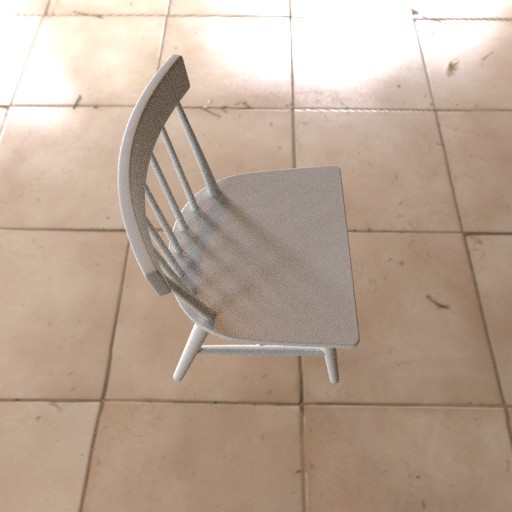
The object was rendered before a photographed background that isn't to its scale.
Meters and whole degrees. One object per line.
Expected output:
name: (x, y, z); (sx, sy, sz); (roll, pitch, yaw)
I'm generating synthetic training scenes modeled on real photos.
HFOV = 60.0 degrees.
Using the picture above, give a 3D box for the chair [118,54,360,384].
chair: (0.000, 0.000, 1.091); (0.500, 0.787, 0.483); (0, 63, 0)
